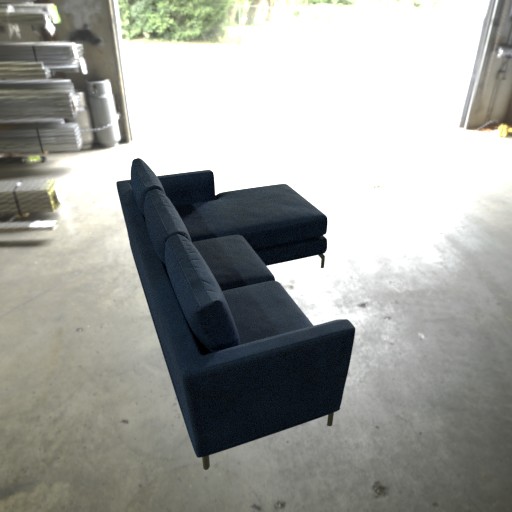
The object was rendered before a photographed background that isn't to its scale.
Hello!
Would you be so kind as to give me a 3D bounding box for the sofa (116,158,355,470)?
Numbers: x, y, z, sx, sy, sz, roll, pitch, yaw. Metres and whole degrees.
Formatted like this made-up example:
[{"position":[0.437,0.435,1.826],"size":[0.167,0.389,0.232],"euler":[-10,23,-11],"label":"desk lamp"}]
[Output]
[{"position":[0.000,0.000,3.197],"size":[1.622,0.987,2.438],"euler":[-11,32,-19],"label":"sofa"}]
